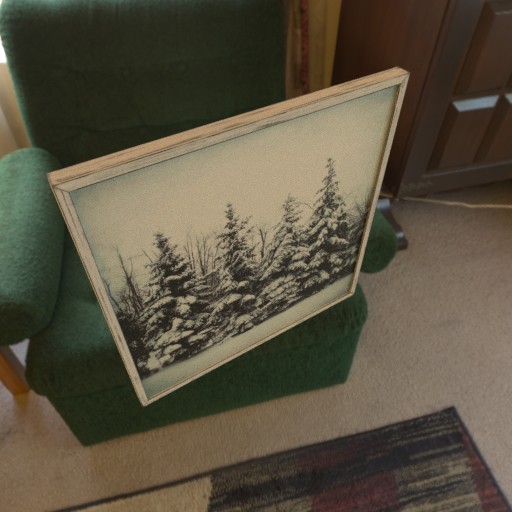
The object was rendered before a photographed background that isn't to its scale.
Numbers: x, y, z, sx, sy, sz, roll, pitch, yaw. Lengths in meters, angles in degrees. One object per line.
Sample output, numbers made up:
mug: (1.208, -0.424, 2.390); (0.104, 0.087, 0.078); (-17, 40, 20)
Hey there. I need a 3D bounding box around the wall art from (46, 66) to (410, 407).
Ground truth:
wall art: (0.000, 0.000, 1.104); (0.761, 0.761, 0.037); (-24, 51, -21)
